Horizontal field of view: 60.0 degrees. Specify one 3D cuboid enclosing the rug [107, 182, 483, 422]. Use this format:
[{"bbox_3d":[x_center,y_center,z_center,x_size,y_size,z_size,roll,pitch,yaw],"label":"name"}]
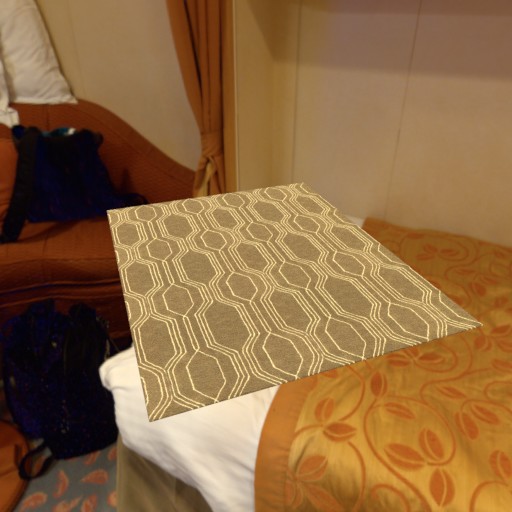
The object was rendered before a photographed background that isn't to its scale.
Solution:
[{"bbox_3d":[0.000,0.000,4.149,2.457,0.012,3.062,-11,32,-18],"label":"rug"}]
